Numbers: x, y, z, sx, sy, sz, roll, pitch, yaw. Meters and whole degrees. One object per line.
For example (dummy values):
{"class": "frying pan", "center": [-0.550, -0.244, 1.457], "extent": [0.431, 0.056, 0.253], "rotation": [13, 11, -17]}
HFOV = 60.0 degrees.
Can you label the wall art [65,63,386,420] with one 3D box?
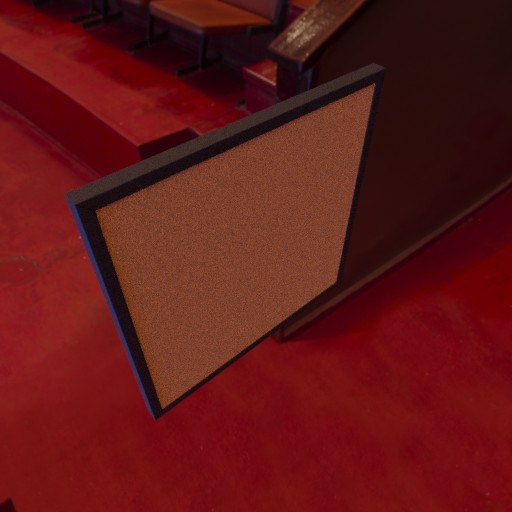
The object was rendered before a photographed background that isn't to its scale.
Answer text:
{"class": "wall art", "center": [0.000, 0.000, 1.132], "extent": [0.763, 0.763, 0.037], "rotation": [-32, 54, -27]}
